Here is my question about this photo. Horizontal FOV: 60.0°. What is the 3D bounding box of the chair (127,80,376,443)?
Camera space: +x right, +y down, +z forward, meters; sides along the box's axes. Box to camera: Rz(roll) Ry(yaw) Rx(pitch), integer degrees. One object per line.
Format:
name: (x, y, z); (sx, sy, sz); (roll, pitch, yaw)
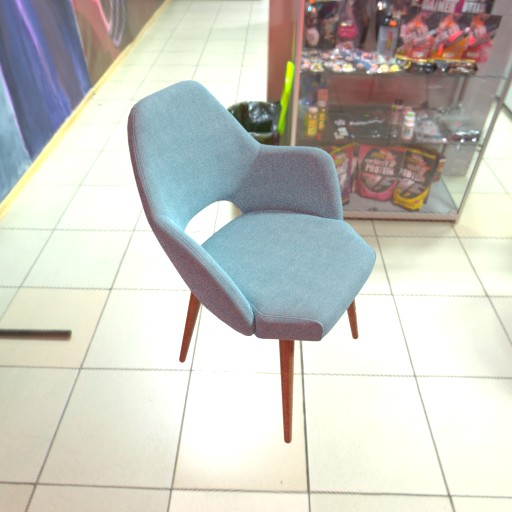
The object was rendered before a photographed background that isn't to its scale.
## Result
chair: (0.000, 0.000, 1.277); (0.610, 0.840, 0.590); (24, 47, 25)
